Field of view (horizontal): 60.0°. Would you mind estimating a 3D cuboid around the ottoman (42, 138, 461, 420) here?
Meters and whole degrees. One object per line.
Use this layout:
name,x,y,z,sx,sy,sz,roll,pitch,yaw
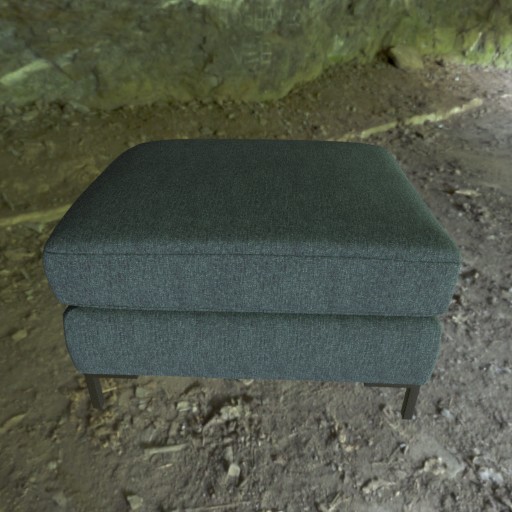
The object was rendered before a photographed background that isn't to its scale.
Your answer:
ottoman,0.000,0.000,1.243,0.831,0.533,0.695,1,31,2
